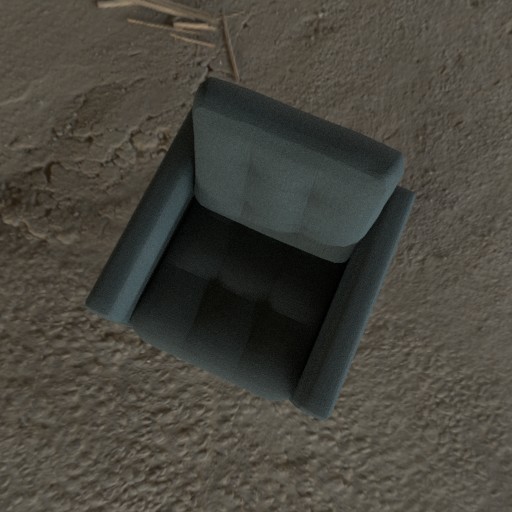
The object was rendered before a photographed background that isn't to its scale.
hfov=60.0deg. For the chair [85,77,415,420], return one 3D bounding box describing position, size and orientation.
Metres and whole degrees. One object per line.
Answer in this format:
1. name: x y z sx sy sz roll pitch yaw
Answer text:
1. chair: 0.000 0.000 1.528 0.821 0.880 0.843 24 77 6
